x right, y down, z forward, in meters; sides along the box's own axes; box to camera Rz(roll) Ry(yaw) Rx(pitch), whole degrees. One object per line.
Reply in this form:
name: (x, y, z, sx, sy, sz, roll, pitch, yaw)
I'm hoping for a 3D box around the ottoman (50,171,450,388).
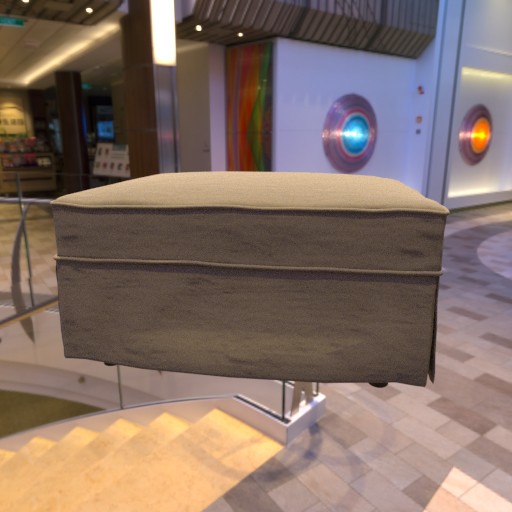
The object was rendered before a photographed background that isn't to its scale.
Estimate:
ottoman: (0.000, 0.000, 1.320, 0.944, 0.479, 0.703, 2, 15, 8)
